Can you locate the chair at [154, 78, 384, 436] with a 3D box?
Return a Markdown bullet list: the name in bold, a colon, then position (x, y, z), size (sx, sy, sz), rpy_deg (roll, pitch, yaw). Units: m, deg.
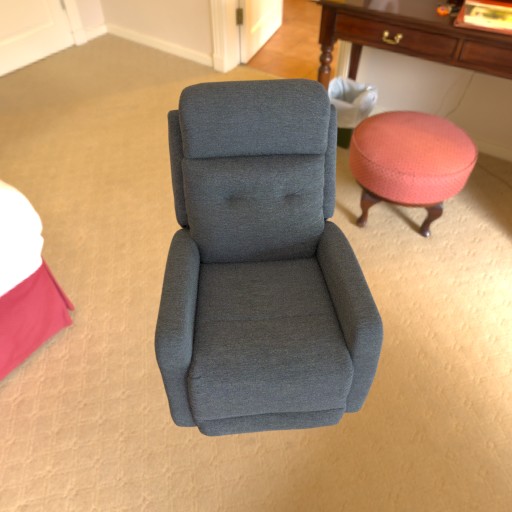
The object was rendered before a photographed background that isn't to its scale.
- **chair**: position (0.000, 0.000, 1.729), size (0.798, 1.013, 1.043), rpy_deg (-3, 47, -3)
